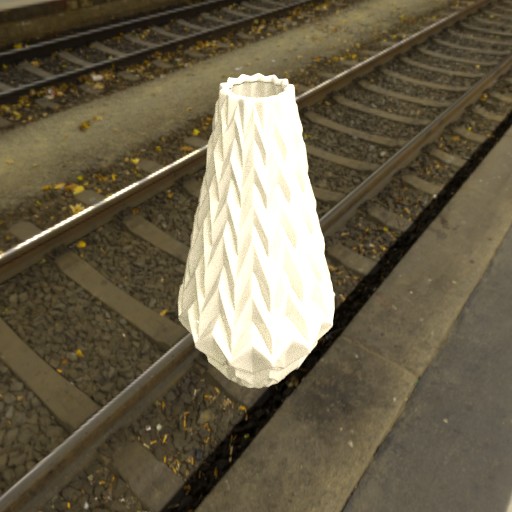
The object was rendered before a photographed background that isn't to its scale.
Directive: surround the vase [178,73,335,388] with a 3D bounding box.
[{"bbox_3d":[0.000,0.000,0.431,0.167,0.328,0.167,0,41,0],"label":"vase"}]
